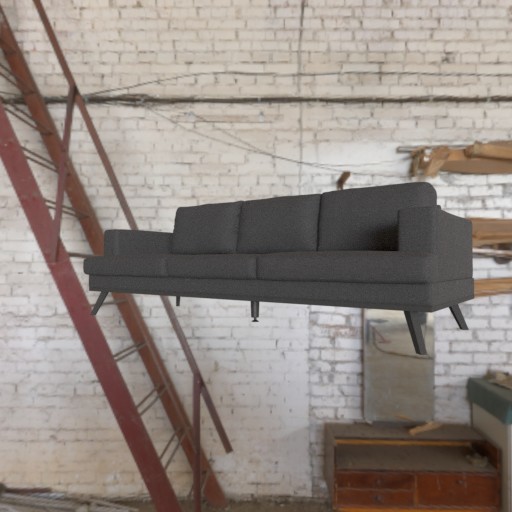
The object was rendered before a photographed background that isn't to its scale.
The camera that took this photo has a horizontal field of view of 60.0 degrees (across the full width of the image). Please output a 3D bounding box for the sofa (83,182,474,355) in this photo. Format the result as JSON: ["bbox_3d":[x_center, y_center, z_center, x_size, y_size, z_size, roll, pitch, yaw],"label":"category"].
[{"bbox_3d":[0.000,0.000,2.738,2.310,0.810,0.920,-1,-1,36],"label":"sofa"}]
